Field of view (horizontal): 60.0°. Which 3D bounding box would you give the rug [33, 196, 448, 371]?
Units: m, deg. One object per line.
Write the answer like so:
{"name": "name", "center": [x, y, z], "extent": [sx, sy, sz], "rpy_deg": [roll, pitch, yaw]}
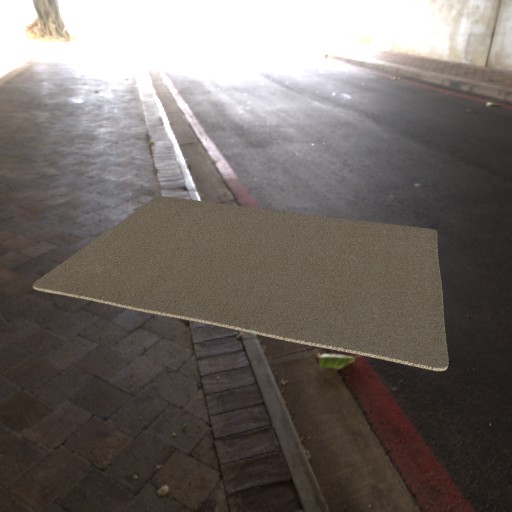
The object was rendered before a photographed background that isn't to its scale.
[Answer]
{"name": "rug", "center": [0.000, 0.000, 3.432], "extent": [2.698, 0.025, 1.798], "rpy_deg": [9, 30, 15]}
